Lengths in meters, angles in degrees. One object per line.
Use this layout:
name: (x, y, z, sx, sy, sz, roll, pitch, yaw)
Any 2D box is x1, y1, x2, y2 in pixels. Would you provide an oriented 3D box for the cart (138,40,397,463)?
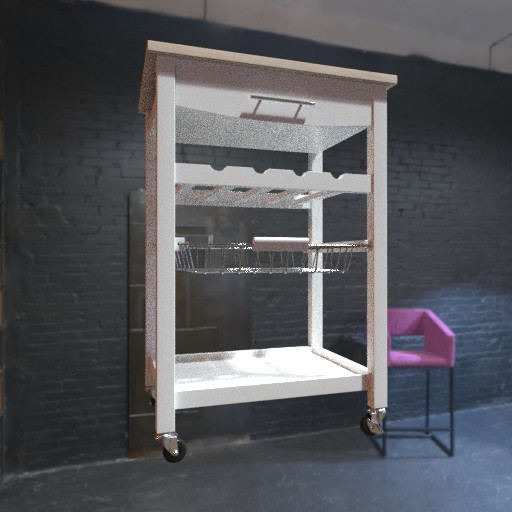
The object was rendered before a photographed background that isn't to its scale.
cart: (0.000, 0.000, 1.158, 0.578, 0.857, 0.406, 0, 0, -17)
